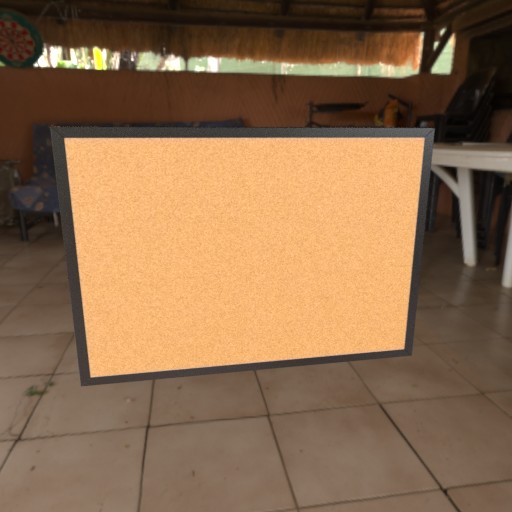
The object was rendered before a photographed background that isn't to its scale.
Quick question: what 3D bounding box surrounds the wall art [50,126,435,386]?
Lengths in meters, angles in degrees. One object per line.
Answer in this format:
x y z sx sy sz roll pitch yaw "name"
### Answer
0.000 0.000 0.819 0.657 0.458 0.027 -3 16 -10 "wall art"
